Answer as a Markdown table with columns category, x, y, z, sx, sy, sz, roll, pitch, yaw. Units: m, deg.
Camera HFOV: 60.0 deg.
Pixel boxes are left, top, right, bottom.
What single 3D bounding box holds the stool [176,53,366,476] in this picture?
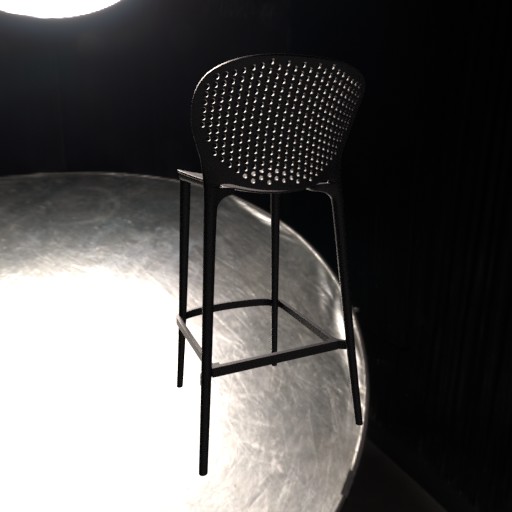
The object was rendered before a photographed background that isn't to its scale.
| category | x | y | z | sx | sy | sz | roll | pitch | yaw |
| --- | --- | --- | --- | --- | --- | --- | --- | --- | --- |
| stool | 0.000 | 0.000 | 1.348 | 0.536 | 1.045 | 0.535 | -6 | 15 | -24 |
